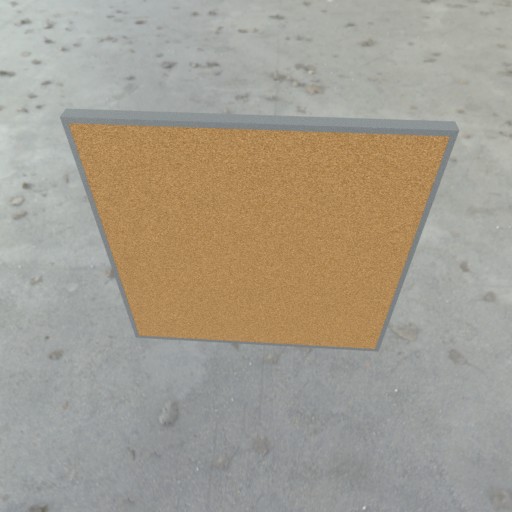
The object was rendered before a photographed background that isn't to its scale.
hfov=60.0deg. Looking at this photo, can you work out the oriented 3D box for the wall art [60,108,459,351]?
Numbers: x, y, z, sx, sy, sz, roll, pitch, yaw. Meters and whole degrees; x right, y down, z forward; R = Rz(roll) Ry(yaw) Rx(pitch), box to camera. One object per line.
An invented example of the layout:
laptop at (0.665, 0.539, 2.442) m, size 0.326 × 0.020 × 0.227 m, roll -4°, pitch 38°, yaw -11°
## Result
wall art at (0.000, 0.000, 1.197) m, size 0.809 × 0.807 × 0.038 m, roll 3°, pitch 46°, yaw 3°
